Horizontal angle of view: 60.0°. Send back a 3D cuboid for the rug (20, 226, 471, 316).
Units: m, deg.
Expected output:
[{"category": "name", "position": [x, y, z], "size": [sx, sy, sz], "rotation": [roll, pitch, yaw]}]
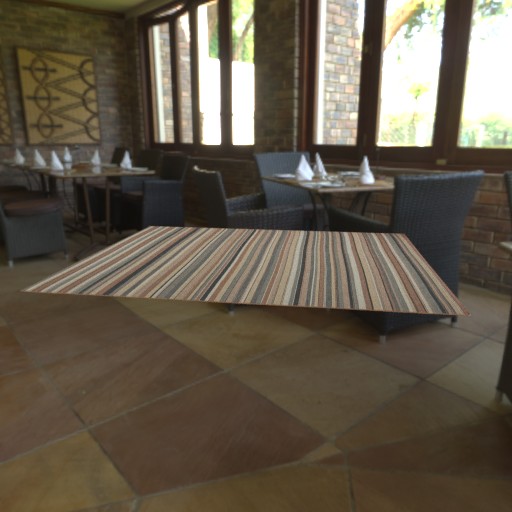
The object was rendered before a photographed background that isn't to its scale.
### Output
[{"category": "rug", "position": [0.000, 0.000, 4.104], "size": [3.045, 0.011, 2.436], "rotation": [2, 15, 8]}]
